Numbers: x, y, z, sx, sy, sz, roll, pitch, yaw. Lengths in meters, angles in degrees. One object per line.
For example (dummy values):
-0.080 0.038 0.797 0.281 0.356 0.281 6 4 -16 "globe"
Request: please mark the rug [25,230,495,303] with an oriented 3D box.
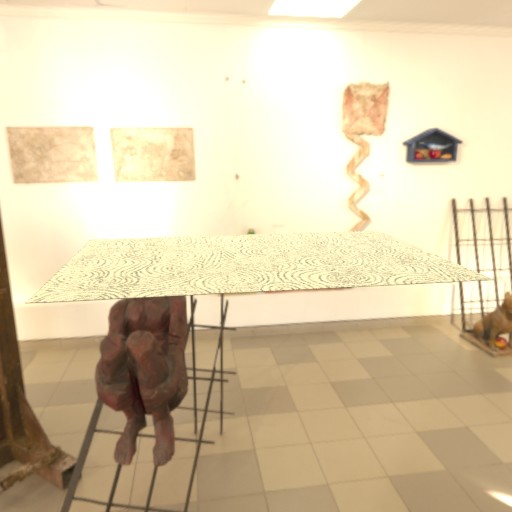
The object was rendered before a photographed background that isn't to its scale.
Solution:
0.000 0.000 2.995 2.439 0.005 1.524 -2 14 -9 "rug"
